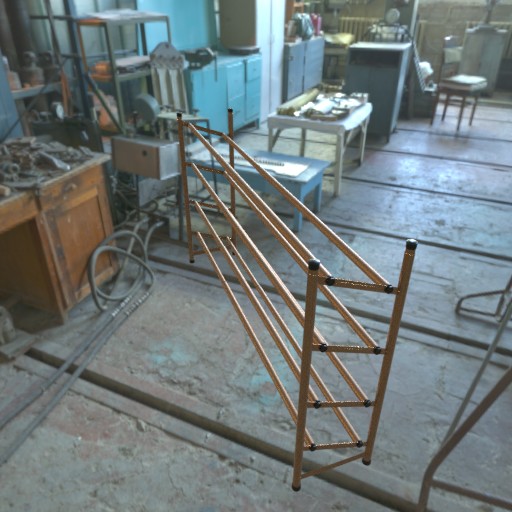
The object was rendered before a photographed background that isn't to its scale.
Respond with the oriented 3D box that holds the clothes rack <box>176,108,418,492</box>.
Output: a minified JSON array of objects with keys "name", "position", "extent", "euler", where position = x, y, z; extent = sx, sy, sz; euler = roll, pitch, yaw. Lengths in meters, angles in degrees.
[{"name":"clothes rack","position":[0.000,0.000,1.435],"extent":[0.229,0.672,1.168],"euler":[-11,33,-17]}]
